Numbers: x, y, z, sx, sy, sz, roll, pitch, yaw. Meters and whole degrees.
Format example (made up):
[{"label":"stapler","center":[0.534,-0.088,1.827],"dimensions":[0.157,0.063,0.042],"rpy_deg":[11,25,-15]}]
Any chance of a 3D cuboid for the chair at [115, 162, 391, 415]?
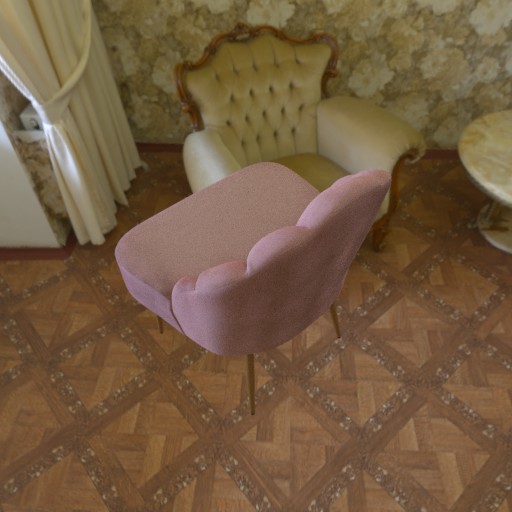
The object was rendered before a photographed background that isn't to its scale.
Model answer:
[{"label":"chair","center":[0.000,0.000,1.310],"dimensions":[0.657,0.819,0.599],"rpy_deg":[-34,55,-28]}]
